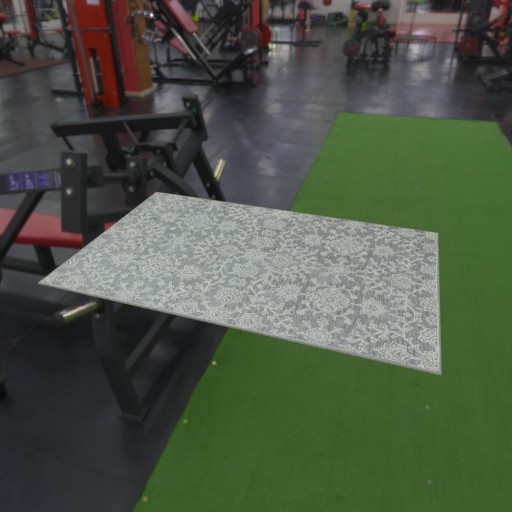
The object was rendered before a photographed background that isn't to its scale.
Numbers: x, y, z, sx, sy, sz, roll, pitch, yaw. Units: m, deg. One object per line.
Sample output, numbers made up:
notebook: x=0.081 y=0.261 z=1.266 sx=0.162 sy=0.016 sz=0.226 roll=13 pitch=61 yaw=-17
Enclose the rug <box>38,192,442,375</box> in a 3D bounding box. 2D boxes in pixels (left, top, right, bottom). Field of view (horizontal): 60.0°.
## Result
rug: x=0.000 y=0.000 z=3.110 sx=2.430 sy=0.010 sz=1.515 roll=10 pitch=33 yaw=16
